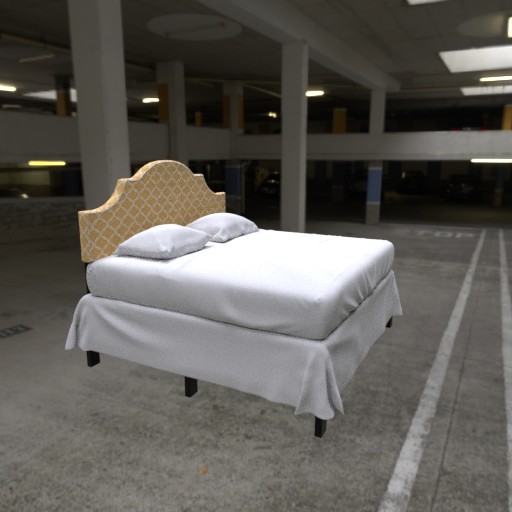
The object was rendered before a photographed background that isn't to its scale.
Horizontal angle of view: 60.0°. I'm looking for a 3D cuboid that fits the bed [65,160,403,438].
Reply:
[{"bbox_3d":[0.000,0.000,3.815,2.222,1.601,2.314,7,14,27],"label":"bed"}]
